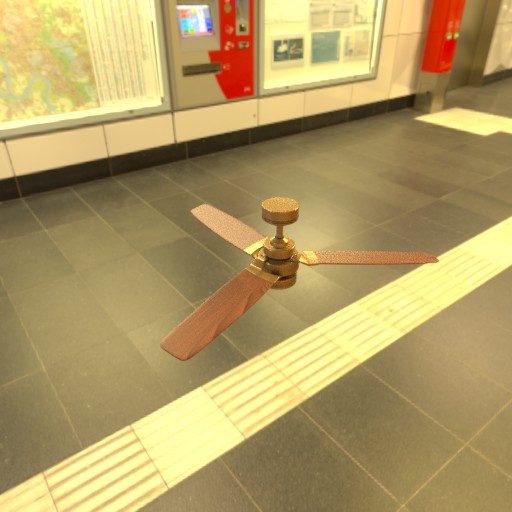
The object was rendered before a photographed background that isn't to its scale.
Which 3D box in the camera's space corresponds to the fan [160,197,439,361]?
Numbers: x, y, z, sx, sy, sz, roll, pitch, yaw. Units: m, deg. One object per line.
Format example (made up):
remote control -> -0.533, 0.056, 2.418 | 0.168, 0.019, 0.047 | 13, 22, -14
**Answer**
fan -> 0.000, 0.000, 2.064 | 1.416, 0.425, 1.271 | 19, 36, 28
